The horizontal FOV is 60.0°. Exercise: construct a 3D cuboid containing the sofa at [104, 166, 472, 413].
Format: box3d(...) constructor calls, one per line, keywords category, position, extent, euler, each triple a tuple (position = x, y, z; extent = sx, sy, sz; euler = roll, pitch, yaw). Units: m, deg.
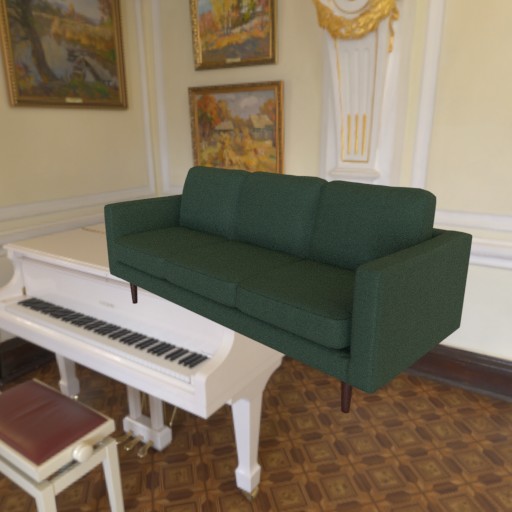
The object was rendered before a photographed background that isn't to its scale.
box3d(category="sofa", position=(0.000, 0.000, 2.547), extent=(0.879, 0.899, 2.029), euler=(-15, 22, -43))
